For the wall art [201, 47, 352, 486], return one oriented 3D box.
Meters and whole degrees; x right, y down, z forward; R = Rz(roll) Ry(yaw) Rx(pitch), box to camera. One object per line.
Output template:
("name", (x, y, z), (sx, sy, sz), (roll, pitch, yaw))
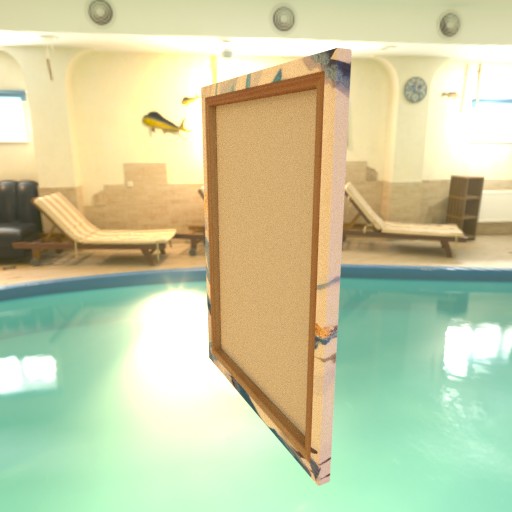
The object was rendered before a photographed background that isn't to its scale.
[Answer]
("wall art", (0.000, 0.000, 1.318), (0.038, 1.015, 0.761), (-7, 16, -26))
